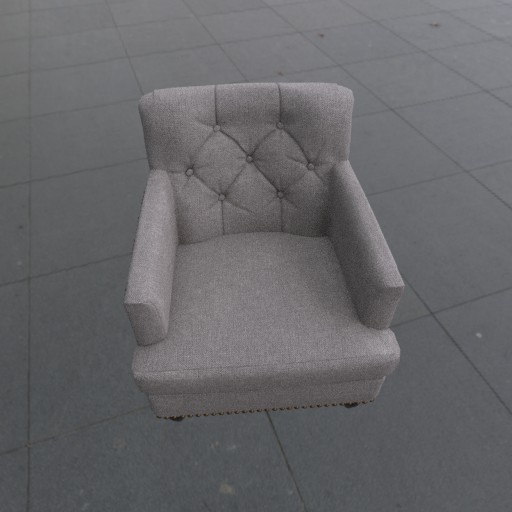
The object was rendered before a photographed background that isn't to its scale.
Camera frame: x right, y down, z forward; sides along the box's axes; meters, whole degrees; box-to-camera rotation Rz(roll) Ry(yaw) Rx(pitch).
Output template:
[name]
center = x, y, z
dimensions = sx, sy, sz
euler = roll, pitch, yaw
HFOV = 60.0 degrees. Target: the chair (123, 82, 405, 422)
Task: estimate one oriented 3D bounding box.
[chair]
center = 0.000, 0.000, 1.487
dimensions = 0.737, 0.823, 0.902
euler = -3, 45, -3
